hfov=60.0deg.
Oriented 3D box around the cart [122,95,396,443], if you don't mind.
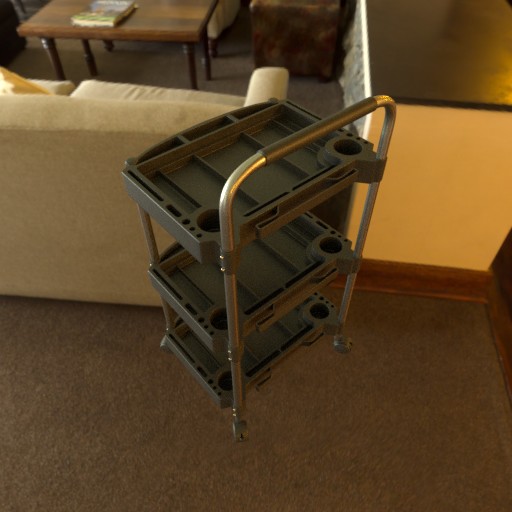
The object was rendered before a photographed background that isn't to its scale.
[{"bbox_3d":[0.000,0.000,1.360,0.584,1.075,0.518,-32,54,-27],"label":"cart"}]
